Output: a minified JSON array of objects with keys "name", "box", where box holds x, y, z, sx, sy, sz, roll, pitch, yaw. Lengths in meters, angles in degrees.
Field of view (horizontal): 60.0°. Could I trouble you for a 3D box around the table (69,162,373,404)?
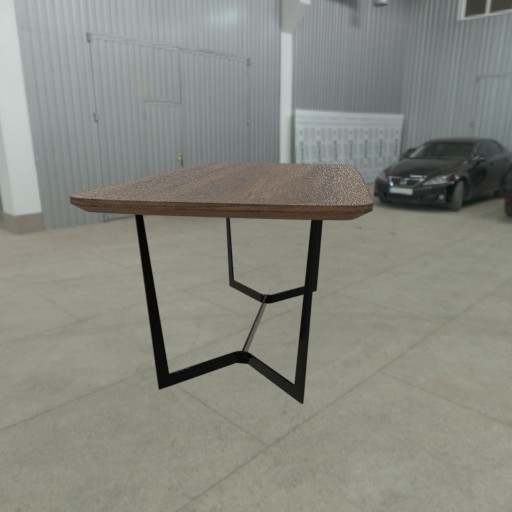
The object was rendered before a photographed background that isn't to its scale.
[{"name":"table","box":[0.000,0.000,2.128,0.949,0.765,1.643,3,16,9]}]
